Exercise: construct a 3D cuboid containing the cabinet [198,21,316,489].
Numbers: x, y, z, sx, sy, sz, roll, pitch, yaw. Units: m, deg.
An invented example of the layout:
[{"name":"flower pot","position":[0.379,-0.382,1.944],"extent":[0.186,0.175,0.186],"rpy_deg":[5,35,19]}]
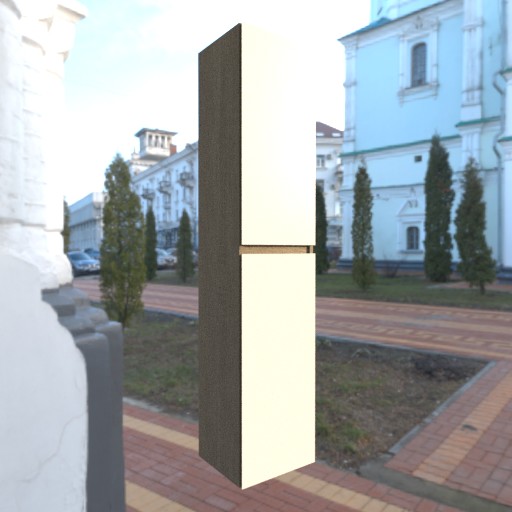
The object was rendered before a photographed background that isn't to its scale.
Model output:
[{"name":"cabinet","position":[0.000,0.000,1.520],"extent":[0.300,1.400,0.270],"rpy_deg":[-1,1,-36]}]
